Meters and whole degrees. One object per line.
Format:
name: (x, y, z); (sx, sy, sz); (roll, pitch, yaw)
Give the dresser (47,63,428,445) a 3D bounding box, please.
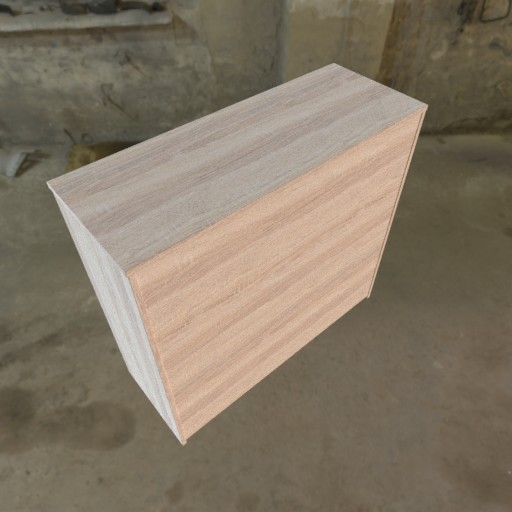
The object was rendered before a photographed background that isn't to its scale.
dresser: (0.000, 0.000, 1.485); (0.980, 0.900, 0.380); (-32, 55, -26)
